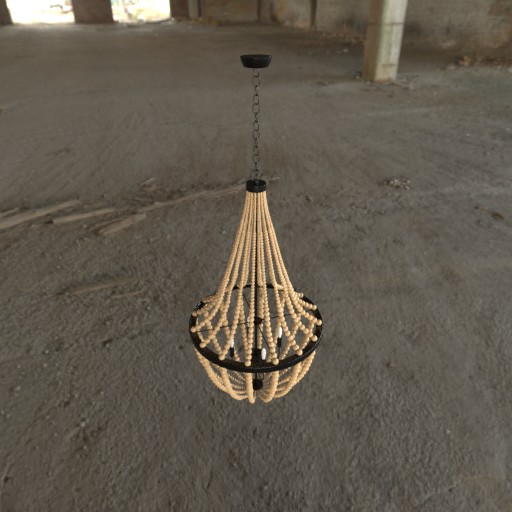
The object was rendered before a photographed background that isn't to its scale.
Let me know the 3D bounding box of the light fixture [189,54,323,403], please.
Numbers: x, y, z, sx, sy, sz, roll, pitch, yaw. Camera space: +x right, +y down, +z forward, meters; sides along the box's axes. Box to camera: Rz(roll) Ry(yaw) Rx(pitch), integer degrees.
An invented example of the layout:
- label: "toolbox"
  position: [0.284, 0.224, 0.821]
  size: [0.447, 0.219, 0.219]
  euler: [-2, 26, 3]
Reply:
- label: "light fixture"
  position: [0.000, 0.000, 1.370]
  size: [0.450, 1.133, 0.450]
  euler: [0, 31, 0]
